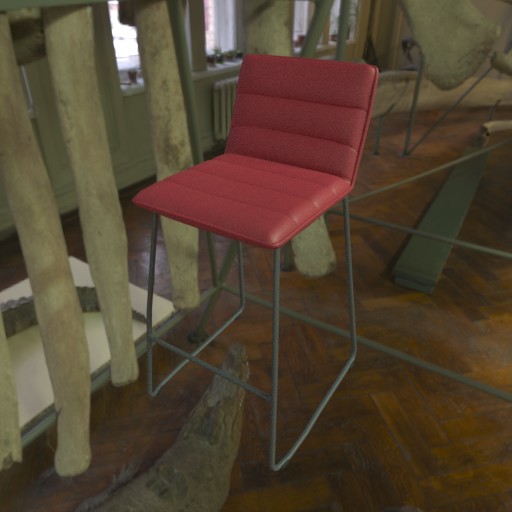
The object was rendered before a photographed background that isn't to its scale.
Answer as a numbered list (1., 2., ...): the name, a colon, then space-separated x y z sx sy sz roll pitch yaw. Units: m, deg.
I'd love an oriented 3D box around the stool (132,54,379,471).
1. stool: 0.000 0.000 1.200 0.489 0.937 0.524 19 36 28
